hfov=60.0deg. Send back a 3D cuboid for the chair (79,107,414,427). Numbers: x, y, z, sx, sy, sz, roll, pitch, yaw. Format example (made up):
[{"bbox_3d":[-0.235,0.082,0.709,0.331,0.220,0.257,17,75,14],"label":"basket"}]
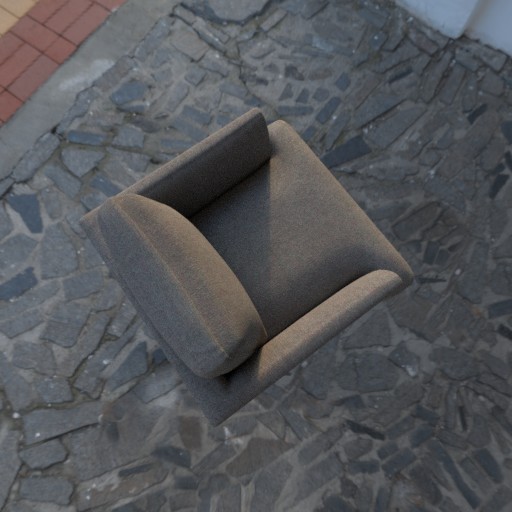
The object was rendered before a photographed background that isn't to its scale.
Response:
[{"bbox_3d":[0.000,0.000,1.673,0.899,0.957,0.858,-35,77,-9],"label":"chair"}]
